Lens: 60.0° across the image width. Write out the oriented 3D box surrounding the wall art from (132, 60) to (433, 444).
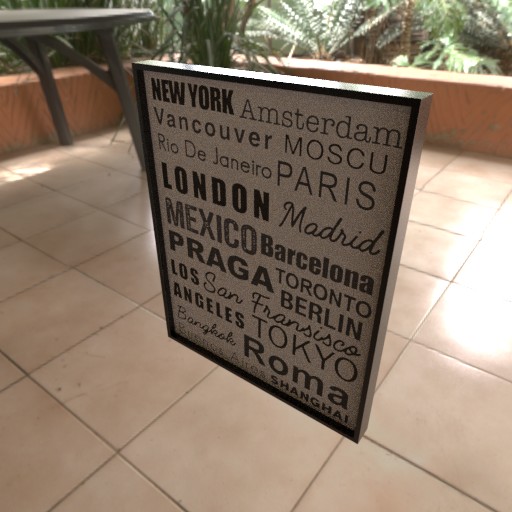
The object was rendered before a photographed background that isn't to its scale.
[{"bbox_3d":[0.000,0.000,0.721,0.448,0.551,0.038,21,37,31],"label":"wall art"}]
